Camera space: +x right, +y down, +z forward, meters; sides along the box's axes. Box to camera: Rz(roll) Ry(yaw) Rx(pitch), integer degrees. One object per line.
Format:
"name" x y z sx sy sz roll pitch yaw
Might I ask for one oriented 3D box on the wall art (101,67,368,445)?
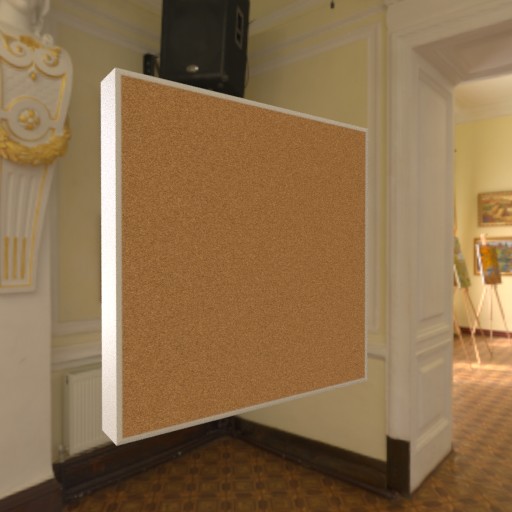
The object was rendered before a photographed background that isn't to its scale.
"wall art" 0.000 0.000 0.461 0.305 0.304 0.038 -1 1 -36
